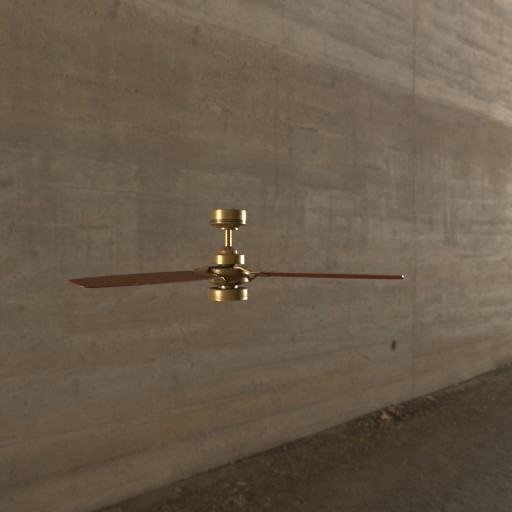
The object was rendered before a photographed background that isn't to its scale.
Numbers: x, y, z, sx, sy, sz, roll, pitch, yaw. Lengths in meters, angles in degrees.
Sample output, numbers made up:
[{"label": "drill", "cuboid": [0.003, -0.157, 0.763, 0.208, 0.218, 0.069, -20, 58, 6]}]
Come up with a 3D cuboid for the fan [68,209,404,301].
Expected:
[{"label": "fan", "cuboid": [0.000, 0.000, 2.012, 1.271, 0.425, 1.416, 0, 1, 19]}]
